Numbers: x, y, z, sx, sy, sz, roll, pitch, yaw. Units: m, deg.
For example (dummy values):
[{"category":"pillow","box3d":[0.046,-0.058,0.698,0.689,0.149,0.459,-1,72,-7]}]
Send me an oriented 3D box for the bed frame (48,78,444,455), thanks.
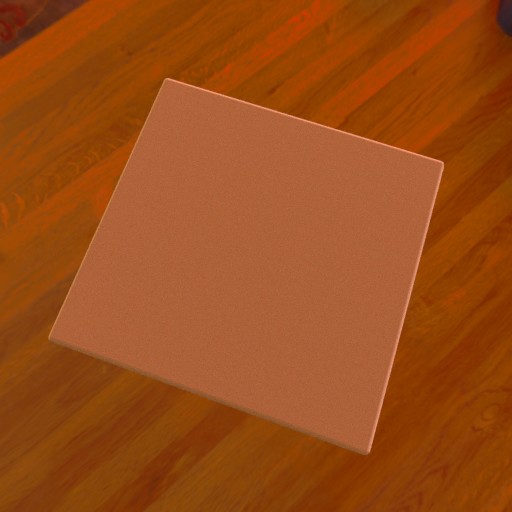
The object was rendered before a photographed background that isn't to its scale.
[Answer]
[{"category":"bed frame","box3d":[0.000,0.000,3.963,2.635,0.680,2.526,18,77,5]}]
